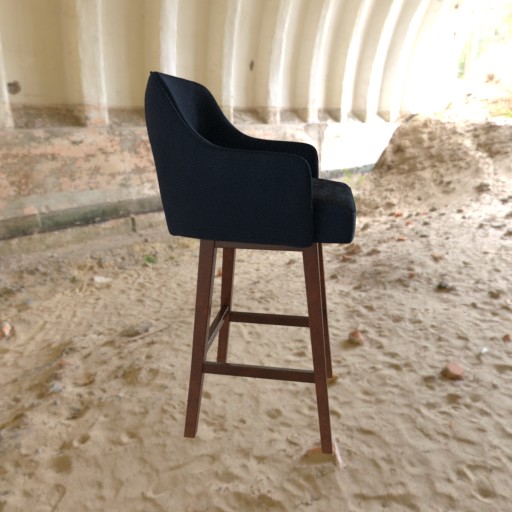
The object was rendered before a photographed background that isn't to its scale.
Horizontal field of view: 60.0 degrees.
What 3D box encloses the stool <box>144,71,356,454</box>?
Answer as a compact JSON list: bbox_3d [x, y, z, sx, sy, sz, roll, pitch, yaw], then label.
[{"bbox_3d":[0.000,0.000,1.354,0.560,1.041,0.550,3,17,9],"label":"stool"}]
